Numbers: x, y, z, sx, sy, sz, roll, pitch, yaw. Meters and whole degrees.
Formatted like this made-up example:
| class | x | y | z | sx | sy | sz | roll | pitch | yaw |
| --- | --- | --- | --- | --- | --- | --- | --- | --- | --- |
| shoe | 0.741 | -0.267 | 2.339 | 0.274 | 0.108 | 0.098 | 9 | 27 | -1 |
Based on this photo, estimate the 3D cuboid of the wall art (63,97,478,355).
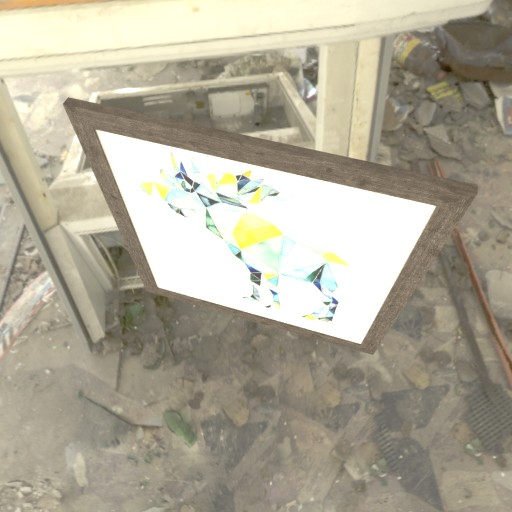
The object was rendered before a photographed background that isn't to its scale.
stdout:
| class | x | y | z | sx | sy | sz | roll | pitch | yaw |
| --- | --- | --- | --- | --- | --- | --- | --- | --- | --- |
| wall art | 0.000 | 0.000 | 0.666 | 0.457 | 0.457 | 0.013 | 14 | 59 | 9 |
